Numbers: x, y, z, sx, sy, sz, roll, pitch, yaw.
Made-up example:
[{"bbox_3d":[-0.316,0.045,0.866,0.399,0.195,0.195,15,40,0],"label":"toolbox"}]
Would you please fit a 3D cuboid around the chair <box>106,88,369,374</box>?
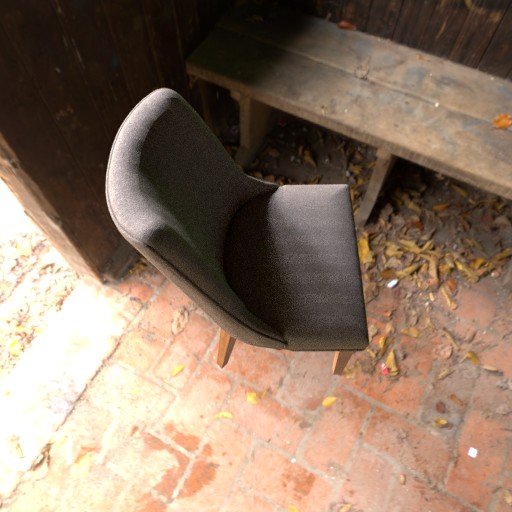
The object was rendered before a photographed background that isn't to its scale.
[{"bbox_3d":[0.000,0.000,1.336,0.636,0.916,0.548,0,62,0],"label":"chair"}]
